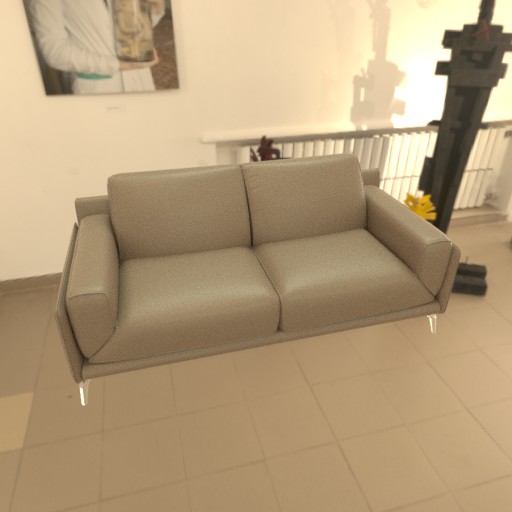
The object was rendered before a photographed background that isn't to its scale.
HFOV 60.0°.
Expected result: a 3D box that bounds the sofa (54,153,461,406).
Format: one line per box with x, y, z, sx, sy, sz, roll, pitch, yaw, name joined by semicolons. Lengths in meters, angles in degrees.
0.000;0.000;2.609;2.101;0.930;1.049;-8;31;-13;sofa
